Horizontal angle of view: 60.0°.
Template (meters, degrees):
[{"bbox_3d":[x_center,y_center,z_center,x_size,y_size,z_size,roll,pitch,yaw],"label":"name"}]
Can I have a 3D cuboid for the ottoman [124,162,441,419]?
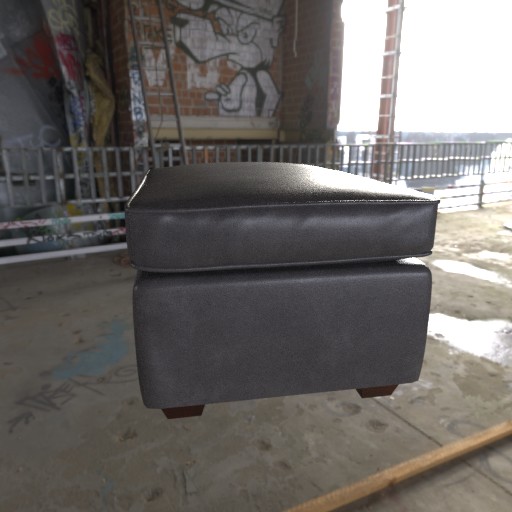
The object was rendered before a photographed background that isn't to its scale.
[{"bbox_3d":[0.000,0.000,1.119,0.554,0.445,0.756,-3,16,-10],"label":"ottoman"}]
